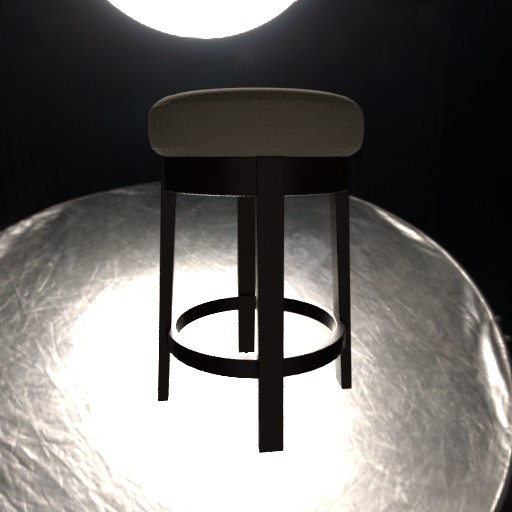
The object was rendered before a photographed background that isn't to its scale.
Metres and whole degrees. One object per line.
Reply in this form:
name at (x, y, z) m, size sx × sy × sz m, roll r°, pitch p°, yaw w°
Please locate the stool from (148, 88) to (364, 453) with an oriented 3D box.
stool at (0.000, 0.000, 0.965) m, size 0.449 × 0.655 × 0.449 m, roll 0°, pitch 13°, yaw 0°
